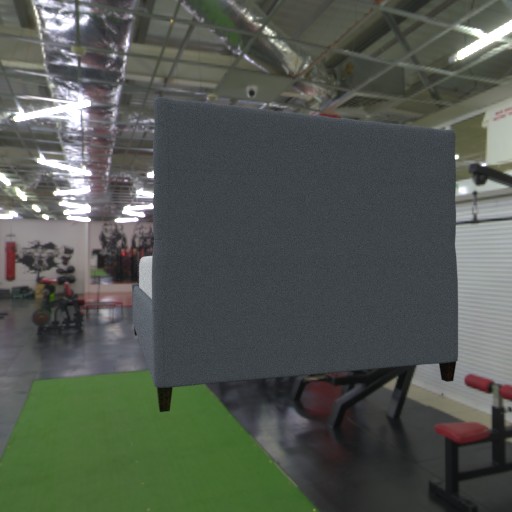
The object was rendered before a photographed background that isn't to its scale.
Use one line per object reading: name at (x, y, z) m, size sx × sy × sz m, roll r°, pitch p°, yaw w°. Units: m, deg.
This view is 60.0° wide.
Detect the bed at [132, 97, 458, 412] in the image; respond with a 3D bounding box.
bed at (0.000, 0.000, 3.288) m, size 1.698 × 1.427 × 2.231 m, roll 0°, pitch -1°, yaw -18°
